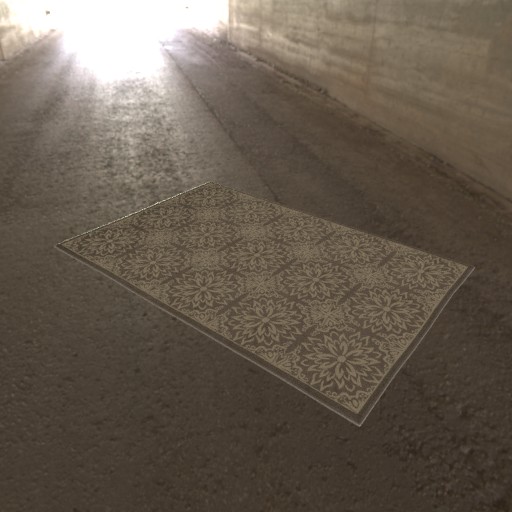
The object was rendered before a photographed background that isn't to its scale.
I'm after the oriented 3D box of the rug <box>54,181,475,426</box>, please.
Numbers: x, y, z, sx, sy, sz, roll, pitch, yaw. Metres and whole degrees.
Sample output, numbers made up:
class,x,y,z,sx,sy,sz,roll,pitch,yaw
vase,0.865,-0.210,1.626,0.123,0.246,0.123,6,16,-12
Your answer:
class,x,y,z,sx,sy,sz,roll,pitch,yaw
rug,0.000,0.000,3.448,2.746,0.018,1.819,23,38,33
